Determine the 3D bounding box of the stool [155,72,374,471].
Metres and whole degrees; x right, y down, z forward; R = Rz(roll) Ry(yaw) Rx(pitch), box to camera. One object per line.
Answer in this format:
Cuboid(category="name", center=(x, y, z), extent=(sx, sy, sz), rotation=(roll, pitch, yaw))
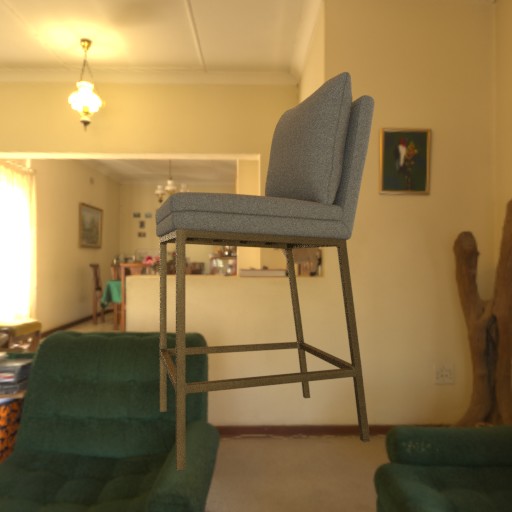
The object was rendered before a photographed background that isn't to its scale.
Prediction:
Cuboid(category="stool", center=(0.000, 0.000, 1.352), extent=(0.569, 1.030, 0.463), rotation=(0, 0, -17))
